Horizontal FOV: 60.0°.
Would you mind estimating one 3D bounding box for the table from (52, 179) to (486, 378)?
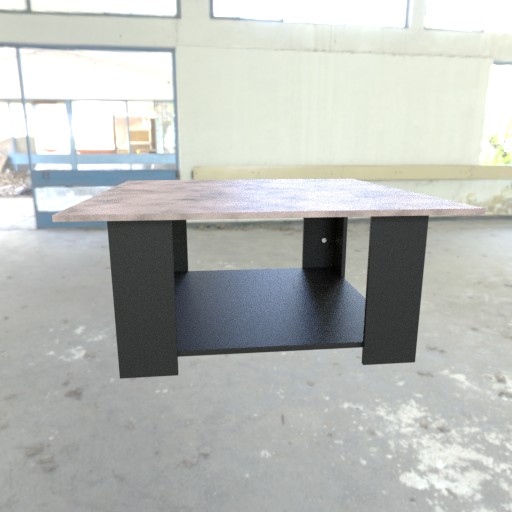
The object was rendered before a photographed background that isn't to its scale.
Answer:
[{"bbox_3d":[0.000,0.000,1.037,0.670,0.305,0.670,-2,14,-6],"label":"table"}]
